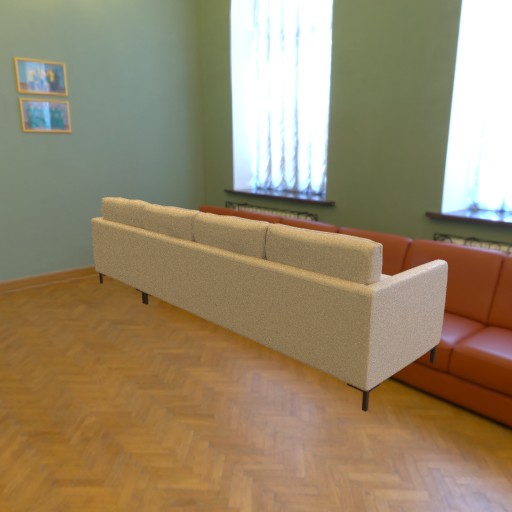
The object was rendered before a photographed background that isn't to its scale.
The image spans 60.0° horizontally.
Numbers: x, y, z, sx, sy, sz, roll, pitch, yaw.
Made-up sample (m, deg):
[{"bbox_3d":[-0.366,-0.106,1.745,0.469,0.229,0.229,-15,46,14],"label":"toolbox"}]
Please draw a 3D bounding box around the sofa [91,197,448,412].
[{"bbox_3d":[0.000,0.000,3.203,1.258,0.755,2.731,-13,19,-42],"label":"sofa"}]
